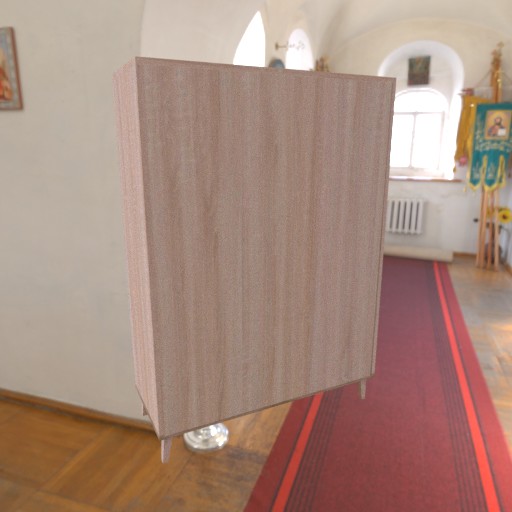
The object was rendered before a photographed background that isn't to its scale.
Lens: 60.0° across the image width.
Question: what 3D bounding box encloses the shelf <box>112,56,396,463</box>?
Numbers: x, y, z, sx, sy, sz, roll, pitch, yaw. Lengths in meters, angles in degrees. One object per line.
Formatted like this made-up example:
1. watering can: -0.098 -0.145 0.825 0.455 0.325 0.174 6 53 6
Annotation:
1. shelf: 0.000 0.000 1.853 0.995 1.405 0.434 -7 16 -26
